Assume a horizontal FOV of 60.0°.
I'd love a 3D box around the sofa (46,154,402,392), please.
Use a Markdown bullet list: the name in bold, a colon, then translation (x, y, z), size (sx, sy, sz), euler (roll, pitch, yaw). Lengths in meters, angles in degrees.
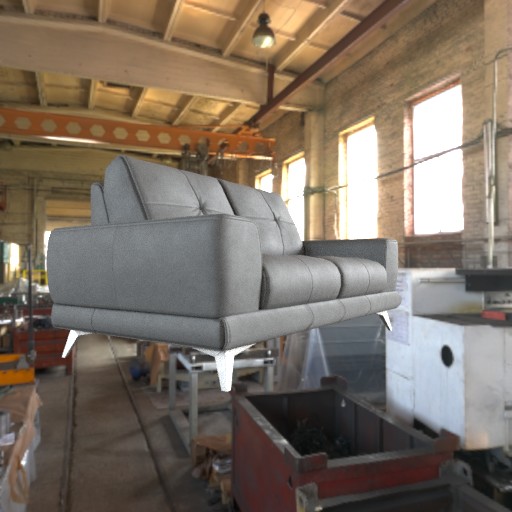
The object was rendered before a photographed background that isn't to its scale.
- **sofa**: translation (0.000, 0.000, 2.356), size (1.018, 0.907, 1.806), euler (-1, -1, 35)
